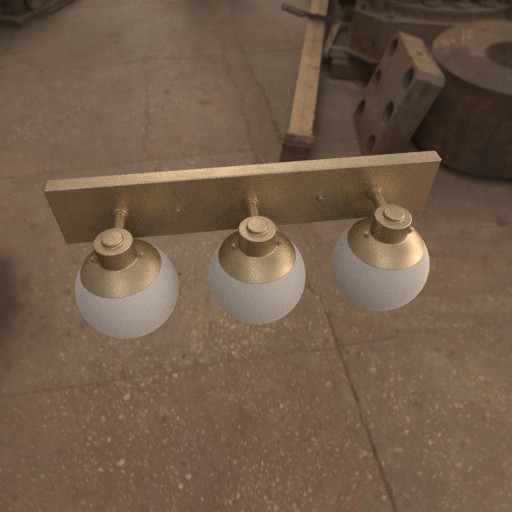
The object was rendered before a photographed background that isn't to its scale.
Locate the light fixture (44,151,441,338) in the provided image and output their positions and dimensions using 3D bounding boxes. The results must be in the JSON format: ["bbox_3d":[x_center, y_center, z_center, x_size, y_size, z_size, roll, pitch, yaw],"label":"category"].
[{"bbox_3d":[0.000,0.000,0.839,0.721,0.263,0.218,-5,47,-5],"label":"light fixture"}]
